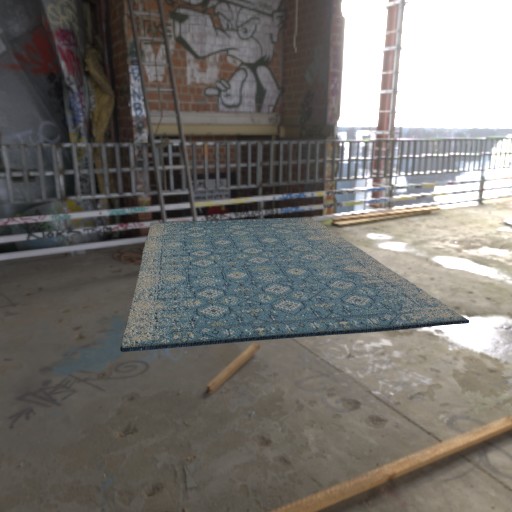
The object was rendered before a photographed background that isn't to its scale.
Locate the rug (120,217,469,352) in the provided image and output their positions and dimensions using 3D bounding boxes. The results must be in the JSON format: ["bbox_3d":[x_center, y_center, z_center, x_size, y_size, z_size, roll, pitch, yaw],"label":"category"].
[{"bbox_3d":[0.000,0.000,3.006,1.530,0.015,2.449,-3,16,-10],"label":"rug"}]
